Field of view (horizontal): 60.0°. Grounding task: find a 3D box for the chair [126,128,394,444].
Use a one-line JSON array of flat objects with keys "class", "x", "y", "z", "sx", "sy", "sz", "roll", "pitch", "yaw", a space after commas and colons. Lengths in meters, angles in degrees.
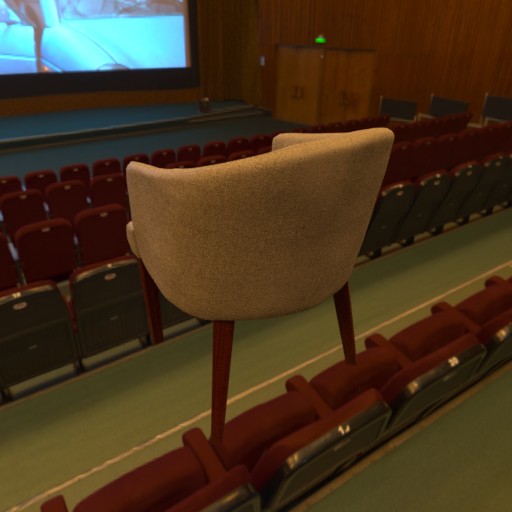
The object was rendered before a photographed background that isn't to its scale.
[{"class": "chair", "x": 0.000, "y": 0.000, "z": 1.265, "sx": 0.583, "sy": 0.811, "sz": 0.655, "roll": -19, "pitch": 35, "yaw": -30}]
